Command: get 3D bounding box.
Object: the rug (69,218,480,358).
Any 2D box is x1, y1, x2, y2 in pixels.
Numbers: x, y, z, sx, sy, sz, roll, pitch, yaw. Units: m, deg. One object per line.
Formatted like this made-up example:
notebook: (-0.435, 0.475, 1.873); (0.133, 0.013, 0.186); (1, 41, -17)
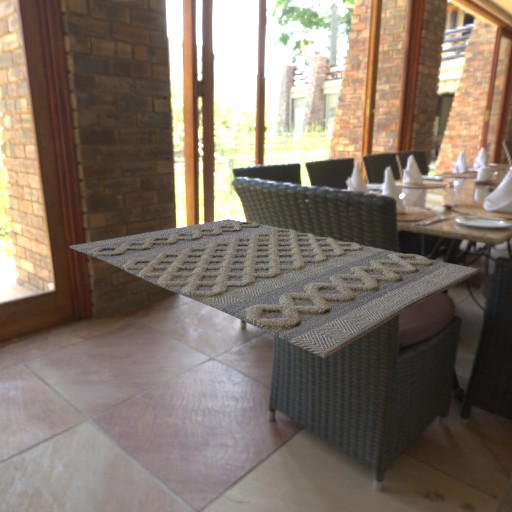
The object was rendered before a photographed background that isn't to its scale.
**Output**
rug: (0.000, 0.000, 2.330); (1.222, 0.030, 1.823); (-15, 21, -42)
